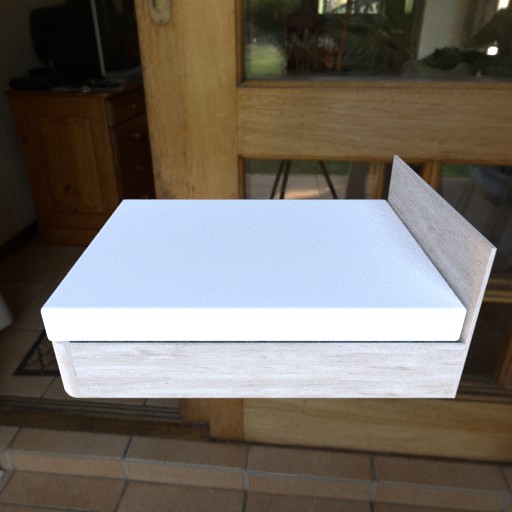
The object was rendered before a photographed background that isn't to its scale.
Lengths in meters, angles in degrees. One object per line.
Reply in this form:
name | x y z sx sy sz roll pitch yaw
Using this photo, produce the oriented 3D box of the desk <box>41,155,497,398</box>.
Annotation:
desk | 0.000 0.000 2.554 1.900 0.800 1.400 0 28 0
